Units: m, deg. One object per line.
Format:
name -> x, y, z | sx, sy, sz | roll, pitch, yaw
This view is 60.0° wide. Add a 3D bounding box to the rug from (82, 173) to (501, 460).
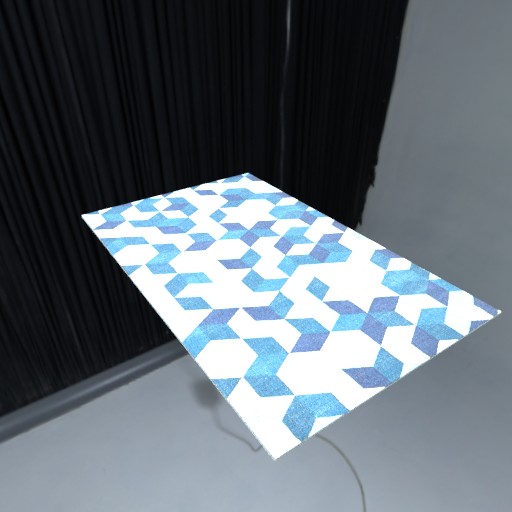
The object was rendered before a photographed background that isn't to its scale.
rug -> 0.000, 0.000, 2.862 | 1.518, 0.015, 2.438 | -20, 37, -29
